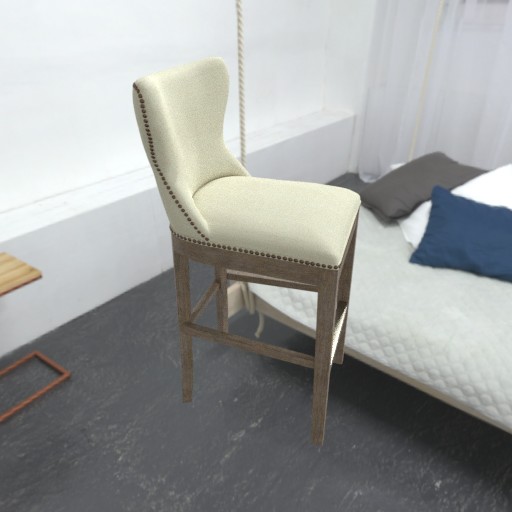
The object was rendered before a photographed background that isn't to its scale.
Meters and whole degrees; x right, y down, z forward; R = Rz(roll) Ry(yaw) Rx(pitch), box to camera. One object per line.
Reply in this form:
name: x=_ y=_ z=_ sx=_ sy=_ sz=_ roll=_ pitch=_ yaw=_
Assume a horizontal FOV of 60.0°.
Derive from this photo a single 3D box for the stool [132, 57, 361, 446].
stool: x=0.000 y=0.000 z=1.436 sx=0.606 sy=1.123 sz=0.494 roll=10 pitch=32 yaw=16
